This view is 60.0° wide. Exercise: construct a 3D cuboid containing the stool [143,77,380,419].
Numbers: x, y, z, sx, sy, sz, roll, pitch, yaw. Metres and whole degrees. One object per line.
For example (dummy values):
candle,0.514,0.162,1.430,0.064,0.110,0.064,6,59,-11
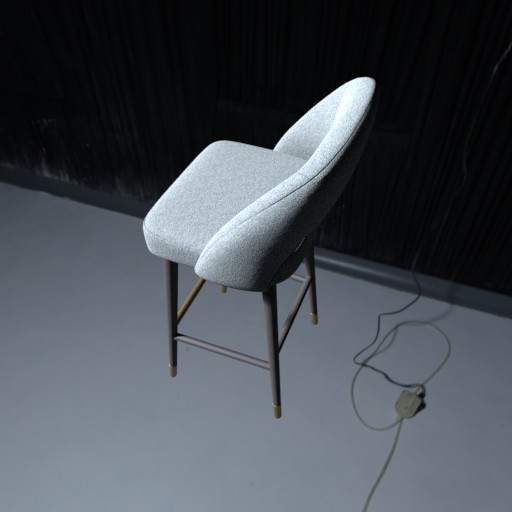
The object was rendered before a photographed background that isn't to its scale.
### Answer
stool,0.000,0.000,1.365,0.524,1.089,0.536,17,49,15
